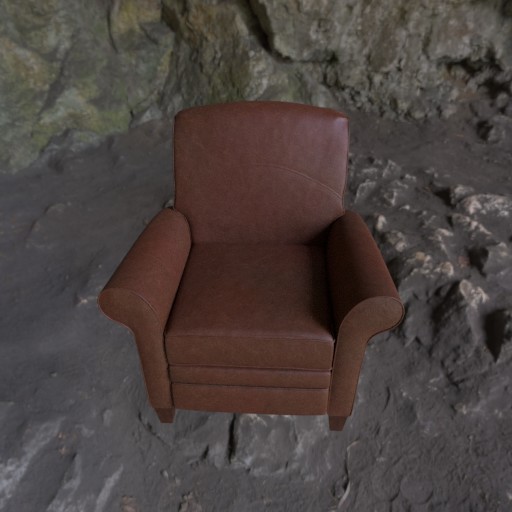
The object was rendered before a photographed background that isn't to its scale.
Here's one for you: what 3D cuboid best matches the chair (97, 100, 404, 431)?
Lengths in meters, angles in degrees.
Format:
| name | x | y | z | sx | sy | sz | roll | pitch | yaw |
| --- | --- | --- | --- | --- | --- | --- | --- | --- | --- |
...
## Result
| name | x | y | z | sx | sy | sz | roll | pitch | yaw |
| --- | --- | --- | --- | --- | --- | --- | --- | --- | --- |
| chair | 0.000 | 0.000 | 1.810 | 0.978 | 1.061 | 0.902 | 2 | 30 | 3 |
